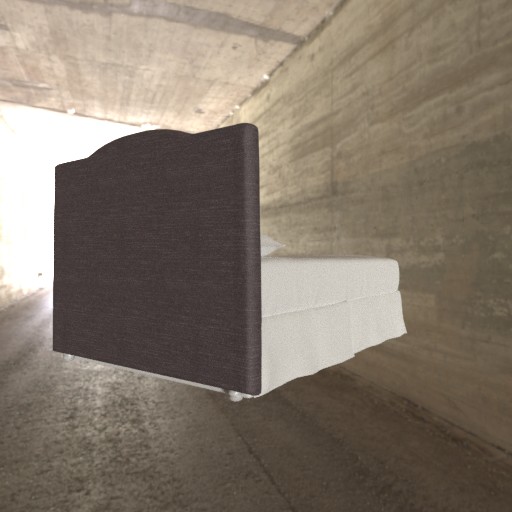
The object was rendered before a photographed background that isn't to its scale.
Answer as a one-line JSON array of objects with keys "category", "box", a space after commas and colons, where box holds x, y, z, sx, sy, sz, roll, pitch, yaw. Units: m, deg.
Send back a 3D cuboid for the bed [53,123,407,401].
[{"category": "bed", "box": [0.000, 0.000, 3.598, 1.741, 1.441, 2.507, 0, 0, 36]}]
